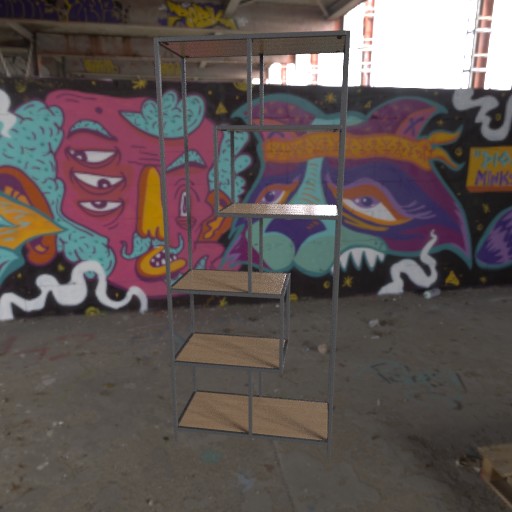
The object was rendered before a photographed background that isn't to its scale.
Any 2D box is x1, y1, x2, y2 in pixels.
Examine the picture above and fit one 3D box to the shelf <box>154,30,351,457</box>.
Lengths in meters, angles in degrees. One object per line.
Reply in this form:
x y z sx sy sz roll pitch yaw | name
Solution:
0.000 0.000 2.099 0.770 1.850 0.350 2 14 9 | shelf
